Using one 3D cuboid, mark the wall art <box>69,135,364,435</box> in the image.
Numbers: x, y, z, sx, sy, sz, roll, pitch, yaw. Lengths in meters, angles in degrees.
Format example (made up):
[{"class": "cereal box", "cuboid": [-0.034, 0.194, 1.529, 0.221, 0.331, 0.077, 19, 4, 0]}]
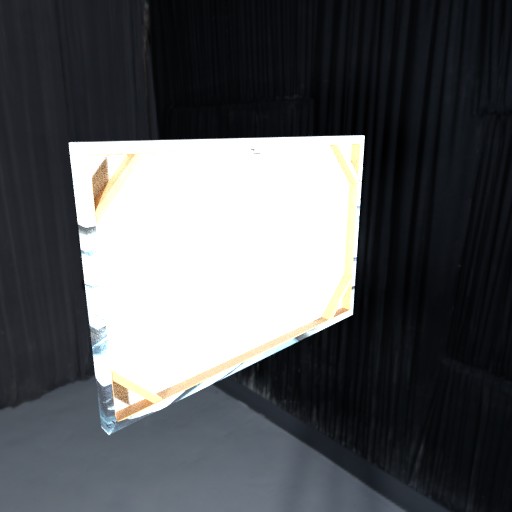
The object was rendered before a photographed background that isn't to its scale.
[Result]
[{"class": "wall art", "cuboid": [0.000, 0.000, 1.183, 0.914, 0.609, 0.039, -15, 22, -42]}]
